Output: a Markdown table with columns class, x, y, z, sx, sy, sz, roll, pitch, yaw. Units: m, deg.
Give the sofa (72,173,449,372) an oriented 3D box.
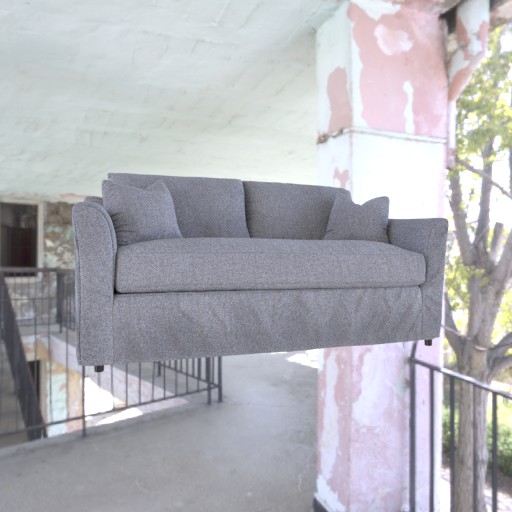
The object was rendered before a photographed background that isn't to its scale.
| class | x | y | z | sx | sy | sz | roll | pitch | yaw |
| --- | --- | --- | --- | --- | --- | --- | --- | --- | --- |
| sofa | 0.000 | 0.000 | 2.676 | 2.010 | 1.018 | 1.072 | 0 | 0 | -19 |
